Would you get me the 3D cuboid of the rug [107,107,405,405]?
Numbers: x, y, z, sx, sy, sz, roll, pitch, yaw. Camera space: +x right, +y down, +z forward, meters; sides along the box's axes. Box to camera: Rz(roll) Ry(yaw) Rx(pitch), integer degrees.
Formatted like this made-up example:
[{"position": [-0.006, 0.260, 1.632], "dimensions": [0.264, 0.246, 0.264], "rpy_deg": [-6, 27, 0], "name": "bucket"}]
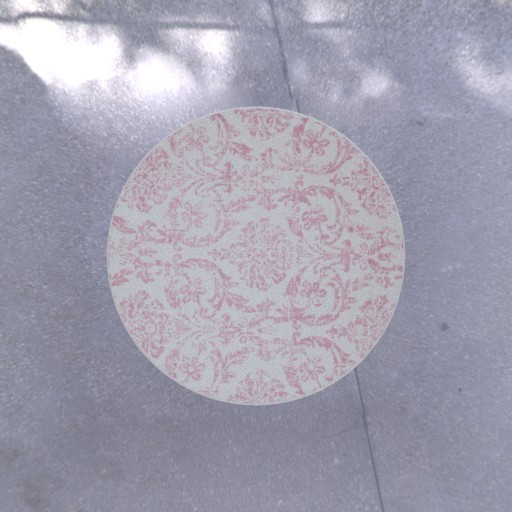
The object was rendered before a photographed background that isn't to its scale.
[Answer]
[{"position": [0.000, 0.000, 2.366], "dimensions": [1.593, 0.012, 1.593], "rpy_deg": [0, 90, 0], "name": "rug"}]
